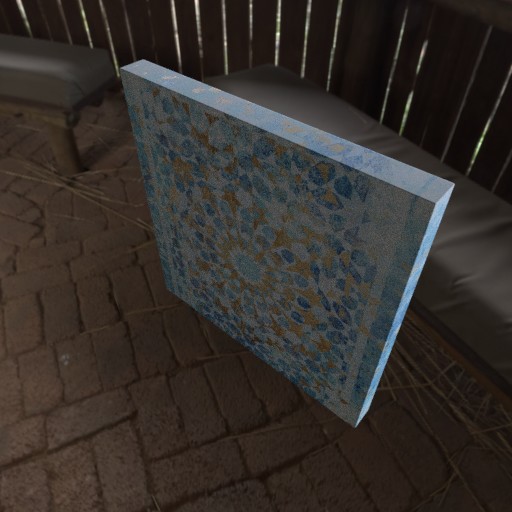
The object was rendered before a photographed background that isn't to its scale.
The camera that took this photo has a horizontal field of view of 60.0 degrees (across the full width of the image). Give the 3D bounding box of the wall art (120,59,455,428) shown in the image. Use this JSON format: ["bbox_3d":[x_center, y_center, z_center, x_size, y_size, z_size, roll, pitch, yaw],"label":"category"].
[{"bbox_3d":[0.000,0.000,0.595,0.405,0.405,0.037,31,53,28],"label":"wall art"}]
